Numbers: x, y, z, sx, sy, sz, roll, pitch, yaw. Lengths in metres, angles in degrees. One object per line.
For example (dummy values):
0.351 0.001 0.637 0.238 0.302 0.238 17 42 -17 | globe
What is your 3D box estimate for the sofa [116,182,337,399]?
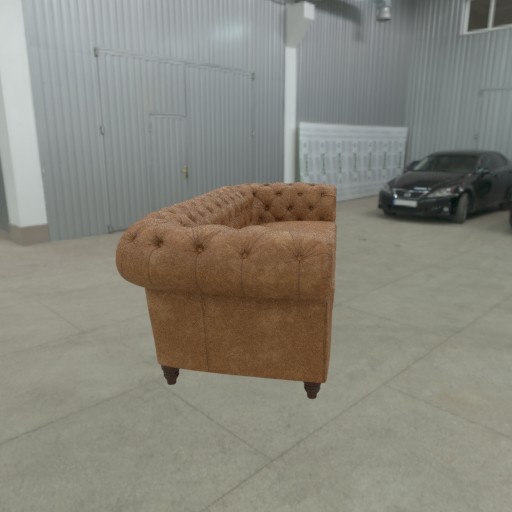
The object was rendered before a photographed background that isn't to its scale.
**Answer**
0.000 0.000 2.788 0.989 0.760 2.365 3 14 10 | sofa
